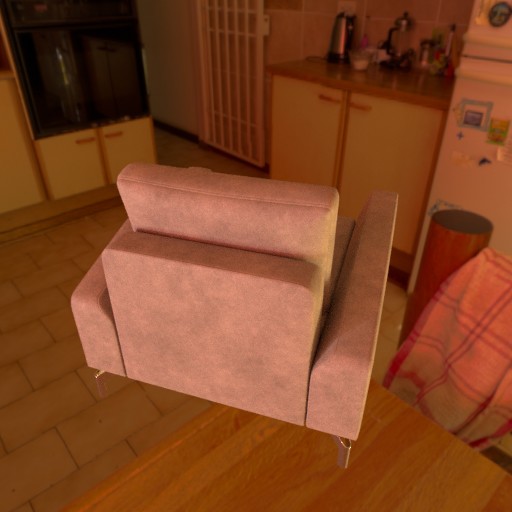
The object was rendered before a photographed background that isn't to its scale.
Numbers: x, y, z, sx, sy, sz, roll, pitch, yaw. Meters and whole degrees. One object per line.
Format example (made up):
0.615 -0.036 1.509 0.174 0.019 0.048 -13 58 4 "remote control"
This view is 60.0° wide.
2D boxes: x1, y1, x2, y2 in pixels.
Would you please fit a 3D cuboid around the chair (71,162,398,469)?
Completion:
0.000 0.000 1.575 0.900 0.800 0.900 10 34 15 "chair"
